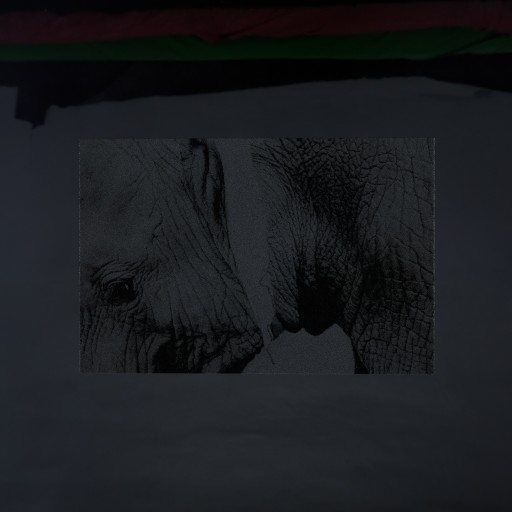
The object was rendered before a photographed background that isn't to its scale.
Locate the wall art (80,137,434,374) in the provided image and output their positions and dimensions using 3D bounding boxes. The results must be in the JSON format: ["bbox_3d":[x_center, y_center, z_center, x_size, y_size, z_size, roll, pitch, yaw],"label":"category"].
[{"bbox_3d":[0.000,0.000,1.153,0.914,0.607,0.023,0,0,1],"label":"wall art"}]
